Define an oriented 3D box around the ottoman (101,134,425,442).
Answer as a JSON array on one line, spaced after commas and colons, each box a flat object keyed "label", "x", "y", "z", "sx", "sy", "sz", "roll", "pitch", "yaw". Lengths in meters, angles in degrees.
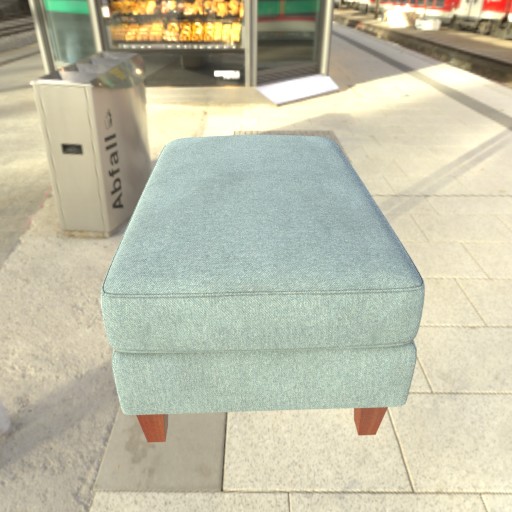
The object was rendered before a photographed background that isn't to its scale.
[{"label": "ottoman", "x": 0.000, "y": 0.000, "z": 1.188, "sx": 0.584, "sy": 0.483, "sz": 0.864, "roll": -1, "pitch": 31, "yaw": -2}]
